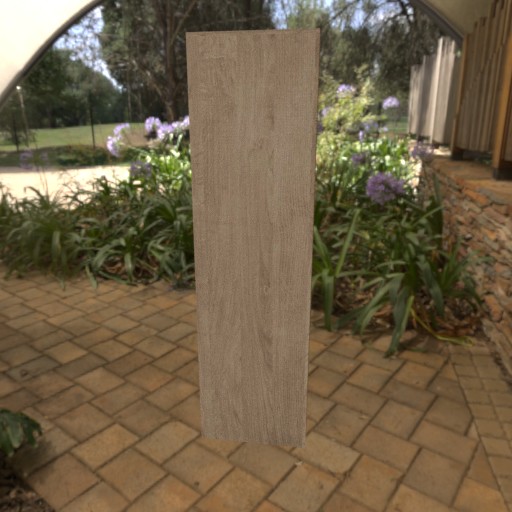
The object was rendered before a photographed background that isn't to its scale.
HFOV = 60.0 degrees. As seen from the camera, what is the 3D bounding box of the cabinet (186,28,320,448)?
[{"bbox_3d":[0.000,0.000,1.984,0.500,1.790,0.230,2,16,8],"label":"cabinet"}]
